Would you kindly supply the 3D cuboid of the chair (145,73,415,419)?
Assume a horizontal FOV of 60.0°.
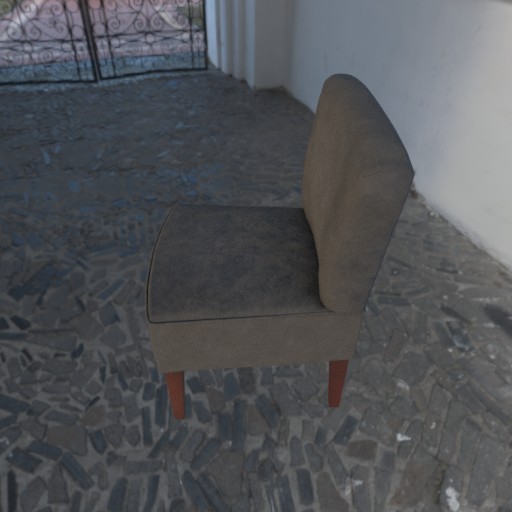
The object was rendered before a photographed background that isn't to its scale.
[{"bbox_3d":[0.000,0.000,1.184,0.554,0.806,0.521,-1,39,-1],"label":"chair"}]
